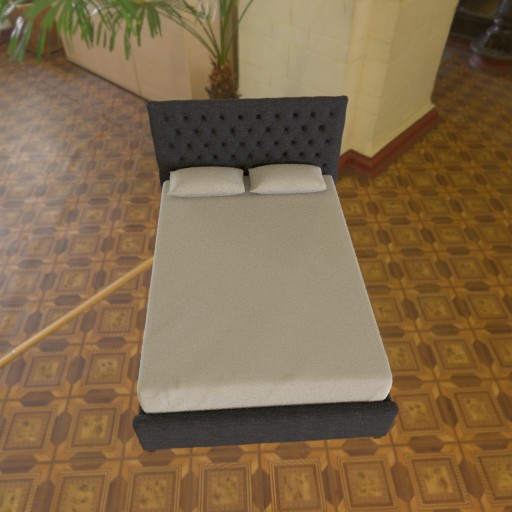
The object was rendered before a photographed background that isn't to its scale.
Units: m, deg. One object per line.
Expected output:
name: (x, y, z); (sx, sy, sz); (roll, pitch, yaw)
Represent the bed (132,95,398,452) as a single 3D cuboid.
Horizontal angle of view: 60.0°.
bed: (0.000, 0.000, 3.405); (1.698, 1.427, 2.387); (-2, 46, -2)
